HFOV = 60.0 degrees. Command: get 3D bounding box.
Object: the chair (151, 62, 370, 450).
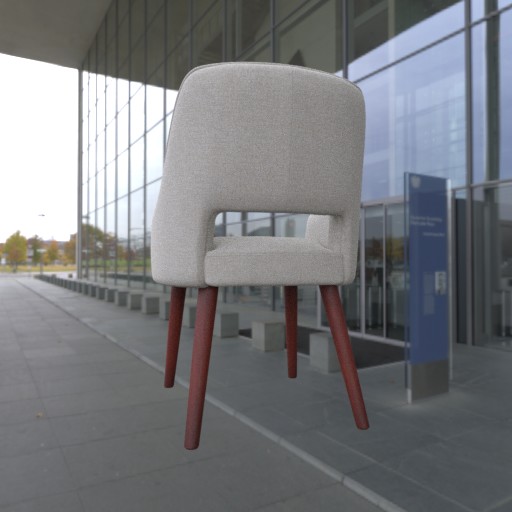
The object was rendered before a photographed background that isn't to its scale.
[{"bbox_3d":[0.000,0.000,1.232,0.560,0.840,0.580,0,-1,-16],"label":"chair"}]
